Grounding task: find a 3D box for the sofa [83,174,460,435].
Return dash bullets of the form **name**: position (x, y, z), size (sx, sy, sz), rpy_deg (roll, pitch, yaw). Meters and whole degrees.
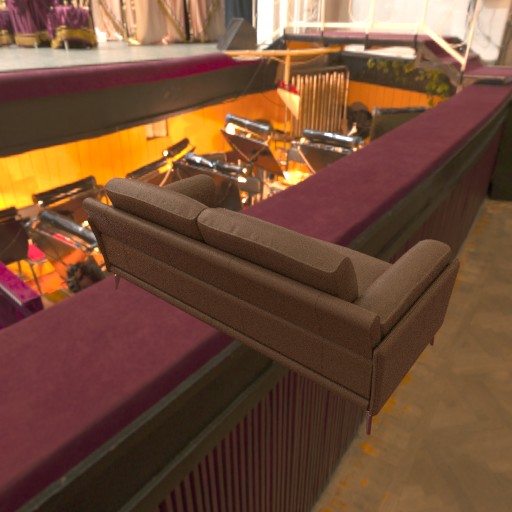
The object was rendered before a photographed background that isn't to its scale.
- **sofa**: position (0.000, 0.000, 2.732), size (2.101, 0.930, 1.049), rpy_deg (21, 35, 34)
